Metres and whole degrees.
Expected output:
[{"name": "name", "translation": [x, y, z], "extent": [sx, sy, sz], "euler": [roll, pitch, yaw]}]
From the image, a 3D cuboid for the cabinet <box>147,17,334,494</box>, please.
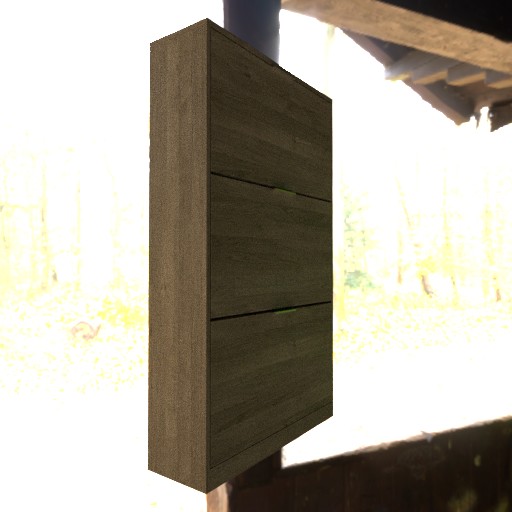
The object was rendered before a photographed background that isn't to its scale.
[{"name": "cabinet", "translation": [0.000, 0.000, 1.555], "extent": [0.250, 1.280, 0.750], "euler": [-1, -1, 36]}]
